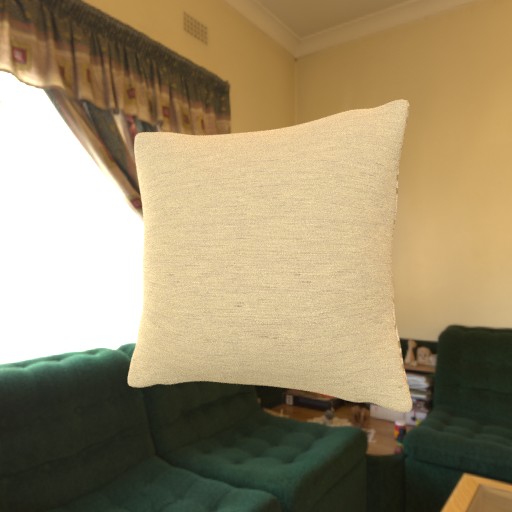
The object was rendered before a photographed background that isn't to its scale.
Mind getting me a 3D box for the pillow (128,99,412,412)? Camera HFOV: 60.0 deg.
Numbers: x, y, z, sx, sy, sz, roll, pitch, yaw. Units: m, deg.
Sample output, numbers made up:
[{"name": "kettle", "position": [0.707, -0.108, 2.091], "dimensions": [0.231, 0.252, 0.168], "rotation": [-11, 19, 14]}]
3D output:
[{"name": "pillow", "position": [0.000, 0.000, 0.662], "dimensions": [0.438, 0.421, 0.167], "rotation": [-1, -2, 19]}]
